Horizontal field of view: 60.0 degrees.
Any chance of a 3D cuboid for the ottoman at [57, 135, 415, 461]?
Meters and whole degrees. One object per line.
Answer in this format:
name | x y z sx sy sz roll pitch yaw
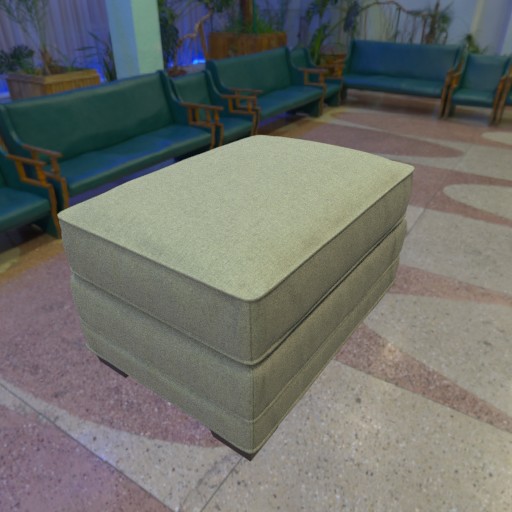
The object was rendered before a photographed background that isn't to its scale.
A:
ottoman | 0.000 0.000 1.272 0.611 0.508 0.848 21 37 30
